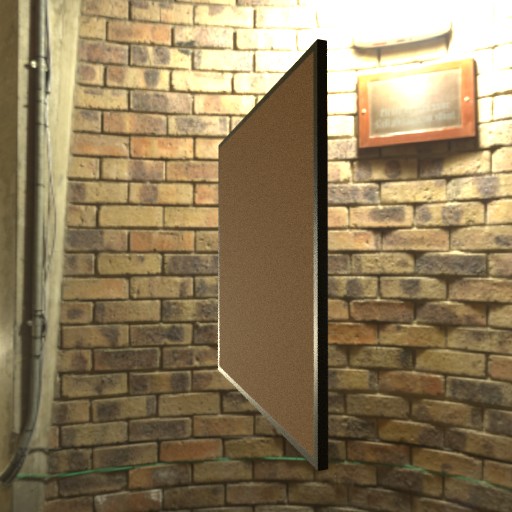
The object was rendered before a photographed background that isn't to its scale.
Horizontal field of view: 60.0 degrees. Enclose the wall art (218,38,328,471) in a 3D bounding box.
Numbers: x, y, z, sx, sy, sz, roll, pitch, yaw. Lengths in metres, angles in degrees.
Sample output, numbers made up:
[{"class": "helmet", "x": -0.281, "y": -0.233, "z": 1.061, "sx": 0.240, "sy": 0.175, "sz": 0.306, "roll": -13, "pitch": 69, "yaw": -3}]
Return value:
[{"class": "wall art", "x": 0.000, "y": 0.000, "z": 0.688, "sx": 0.012, "sy": 0.458, "sz": 0.457, "roll": 0, "pitch": -1, "yaw": -18}]
